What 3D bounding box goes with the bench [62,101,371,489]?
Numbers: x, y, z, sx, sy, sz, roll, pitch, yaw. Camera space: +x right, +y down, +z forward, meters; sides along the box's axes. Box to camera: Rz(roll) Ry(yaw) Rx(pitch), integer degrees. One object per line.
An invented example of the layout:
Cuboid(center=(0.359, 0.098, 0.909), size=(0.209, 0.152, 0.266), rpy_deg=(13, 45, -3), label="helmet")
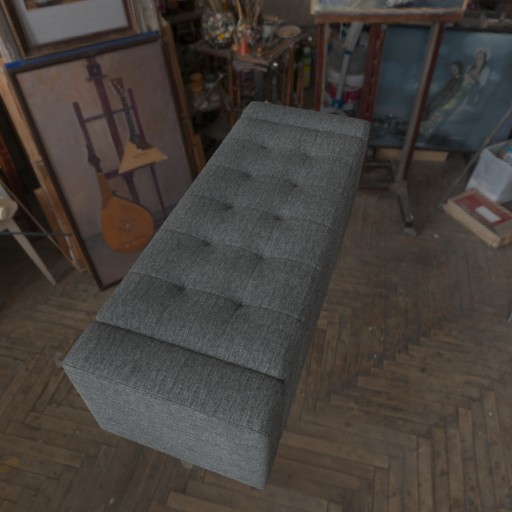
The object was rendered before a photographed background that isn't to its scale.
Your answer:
Cuboid(center=(0.000, 0.000, 1.516), size=(0.508, 0.445, 1.296), rpy_deg=(14, 49, 13), label="bench")
